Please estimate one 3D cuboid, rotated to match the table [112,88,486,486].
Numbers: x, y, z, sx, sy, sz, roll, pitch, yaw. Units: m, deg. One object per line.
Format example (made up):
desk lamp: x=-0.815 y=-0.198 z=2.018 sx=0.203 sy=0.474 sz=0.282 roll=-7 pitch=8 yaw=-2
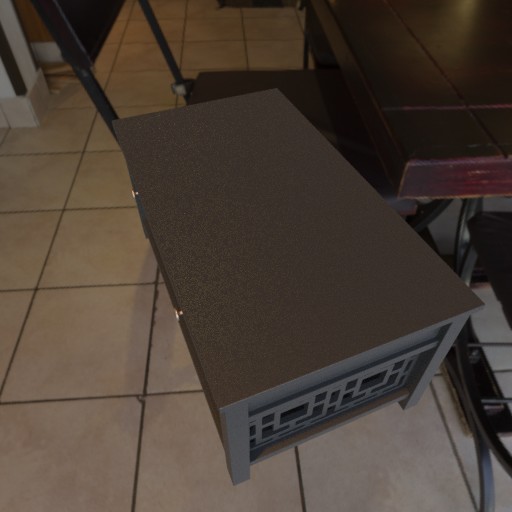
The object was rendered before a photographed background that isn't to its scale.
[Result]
table: x=0.000 y=0.000 z=1.376 sx=0.612 sy=0.493 sz=1.068 roll=-17 pitch=49 yaw=-15
